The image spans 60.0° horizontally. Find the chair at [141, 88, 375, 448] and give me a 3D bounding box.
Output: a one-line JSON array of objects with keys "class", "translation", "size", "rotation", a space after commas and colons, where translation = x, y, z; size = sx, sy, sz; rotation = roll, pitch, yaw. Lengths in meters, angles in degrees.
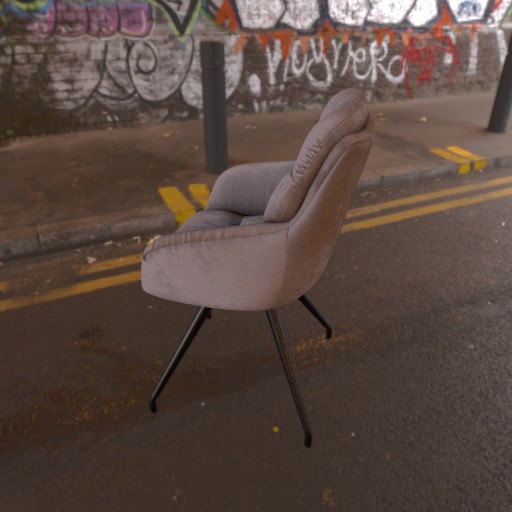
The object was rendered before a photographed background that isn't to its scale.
[{"class": "chair", "translation": [0.000, 0.000, 1.266], "size": [0.569, 0.888, 0.579], "rotation": [7, 30, 13]}]
